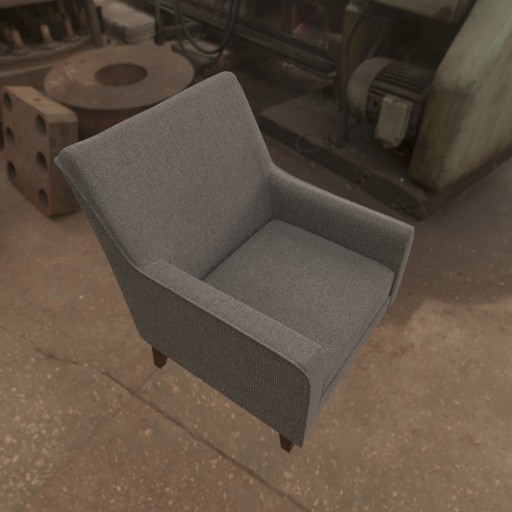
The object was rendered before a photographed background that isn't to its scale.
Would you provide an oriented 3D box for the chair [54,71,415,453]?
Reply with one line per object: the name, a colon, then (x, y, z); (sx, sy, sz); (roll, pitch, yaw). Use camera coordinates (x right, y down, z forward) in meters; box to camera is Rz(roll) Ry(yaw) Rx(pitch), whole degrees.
chair: (0.000, 0.000, 1.598); (0.899, 0.919, 0.780); (26, 49, 25)
